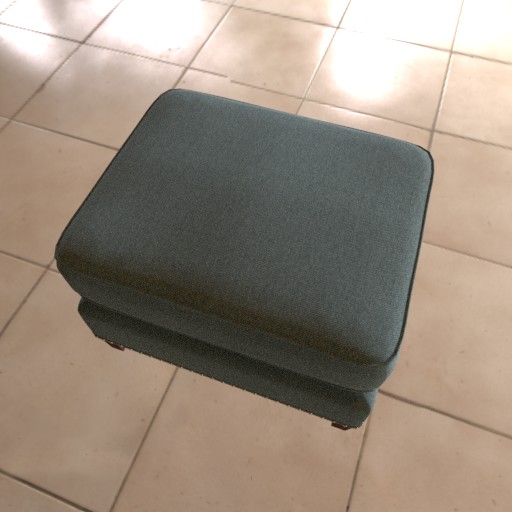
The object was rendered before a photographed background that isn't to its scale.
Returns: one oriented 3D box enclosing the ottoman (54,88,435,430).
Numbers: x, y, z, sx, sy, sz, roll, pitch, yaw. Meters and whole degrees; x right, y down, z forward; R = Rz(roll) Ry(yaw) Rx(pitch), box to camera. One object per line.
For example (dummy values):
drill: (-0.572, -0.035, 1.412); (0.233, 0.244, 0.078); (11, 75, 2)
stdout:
ottoman: (0.000, 0.000, 1.130); (0.738, 0.537, 0.589); (17, 60, 10)
